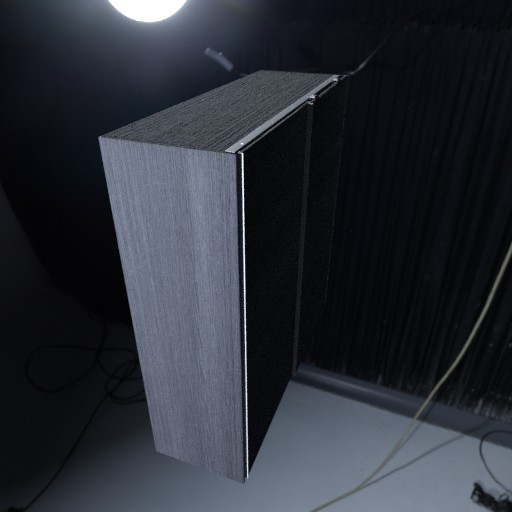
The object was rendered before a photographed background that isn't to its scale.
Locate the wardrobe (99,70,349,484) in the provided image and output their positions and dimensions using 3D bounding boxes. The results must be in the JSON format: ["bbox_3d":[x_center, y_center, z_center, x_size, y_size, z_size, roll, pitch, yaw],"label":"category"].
[{"bbox_3d":[0.000,0.000,2.848,0.629,1.960,1.780,11,33,18],"label":"wardrobe"}]
